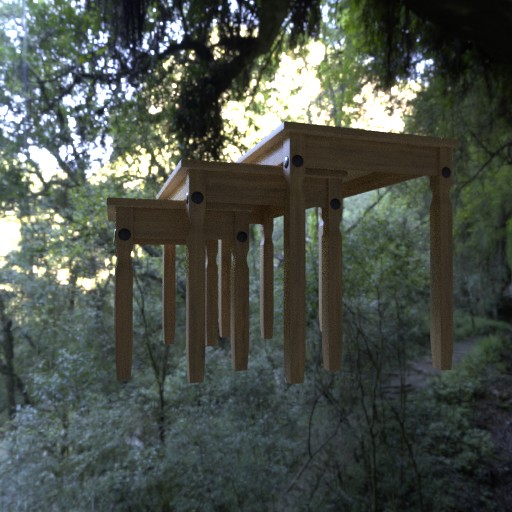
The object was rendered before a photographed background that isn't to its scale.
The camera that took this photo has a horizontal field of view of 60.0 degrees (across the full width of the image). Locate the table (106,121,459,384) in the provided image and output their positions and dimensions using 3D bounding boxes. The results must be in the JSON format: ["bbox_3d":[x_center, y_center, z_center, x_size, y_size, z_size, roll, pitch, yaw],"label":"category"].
[{"bbox_3d":[0.000,0.000,1.215,0.773,0.535,0.660,0,-1,-18],"label":"table"}]
